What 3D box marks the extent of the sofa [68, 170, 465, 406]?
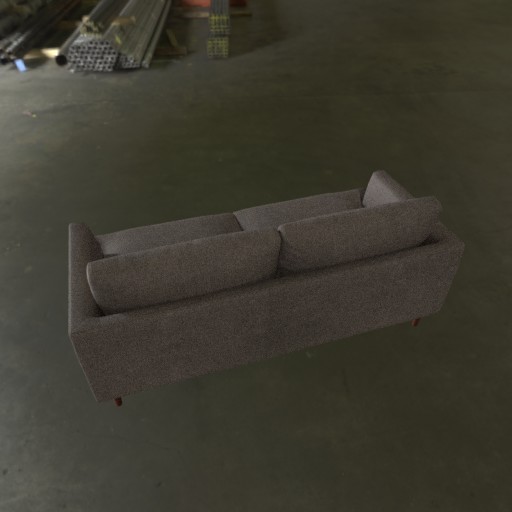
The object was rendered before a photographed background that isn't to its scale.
[{"bbox_3d":[0.000,0.000,2.533,1.948,0.868,1.020,-12,41,-14],"label":"sofa"}]
